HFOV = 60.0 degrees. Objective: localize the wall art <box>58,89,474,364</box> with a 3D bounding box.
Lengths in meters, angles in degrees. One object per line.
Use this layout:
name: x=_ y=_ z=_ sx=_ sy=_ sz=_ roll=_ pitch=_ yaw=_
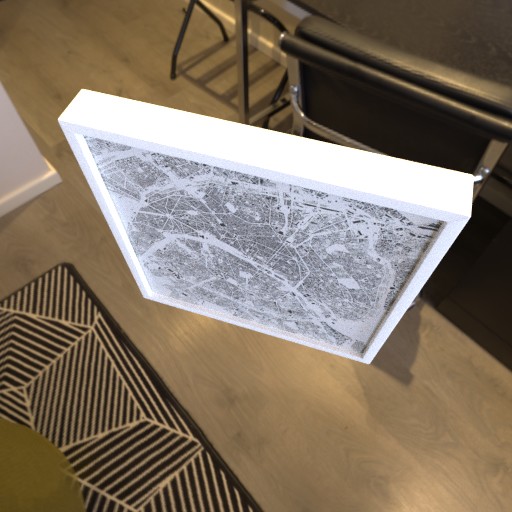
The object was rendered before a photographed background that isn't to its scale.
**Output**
wall art: x=0.000 y=0.000 z=0.450 sx=0.305 sy=0.305 sz=0.038 roll=15 pitch=60 yaw=9
